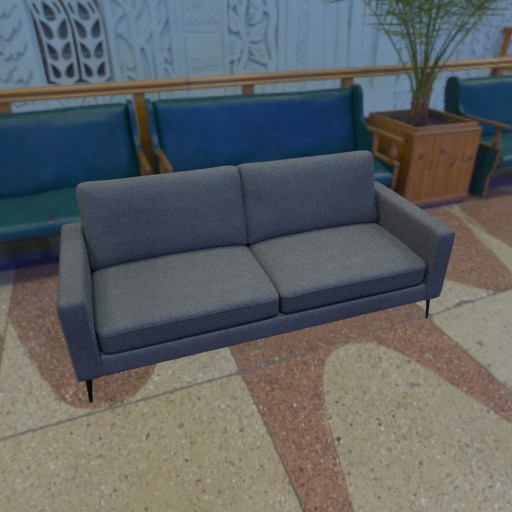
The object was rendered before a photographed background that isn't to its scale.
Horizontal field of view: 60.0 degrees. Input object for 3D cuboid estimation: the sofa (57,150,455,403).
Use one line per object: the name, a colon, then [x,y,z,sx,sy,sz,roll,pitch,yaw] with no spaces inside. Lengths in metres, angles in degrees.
sofa: [0.000,0.000,2.387,1.925,0.828,0.774,-10,32,-16]
